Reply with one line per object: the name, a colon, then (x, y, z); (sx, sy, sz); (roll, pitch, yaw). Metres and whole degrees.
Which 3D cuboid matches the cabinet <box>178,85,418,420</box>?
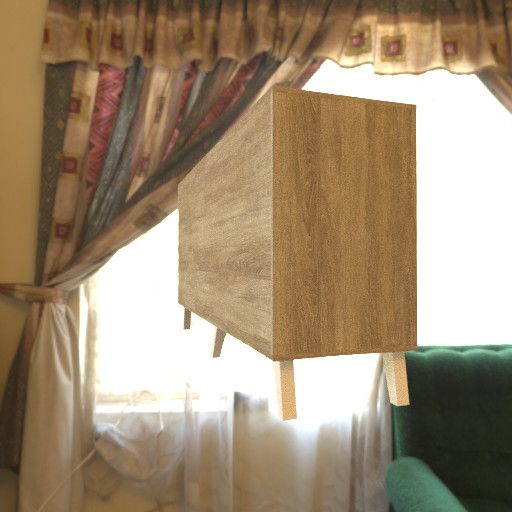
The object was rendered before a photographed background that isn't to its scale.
cabinet: (0.000, 0.000, 1.974); (0.450, 0.870, 1.600); (0, -1, -19)
